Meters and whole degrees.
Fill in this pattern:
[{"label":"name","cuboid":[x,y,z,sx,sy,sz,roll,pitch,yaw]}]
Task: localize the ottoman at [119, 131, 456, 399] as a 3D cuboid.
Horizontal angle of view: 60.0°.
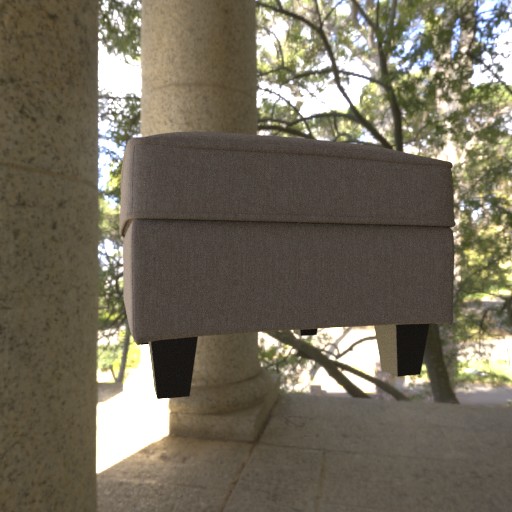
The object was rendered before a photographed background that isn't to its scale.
[{"label":"ottoman","cuboid":[0.000,0.000,1.373,0.808,0.612,0.871,0,0,-18]}]
